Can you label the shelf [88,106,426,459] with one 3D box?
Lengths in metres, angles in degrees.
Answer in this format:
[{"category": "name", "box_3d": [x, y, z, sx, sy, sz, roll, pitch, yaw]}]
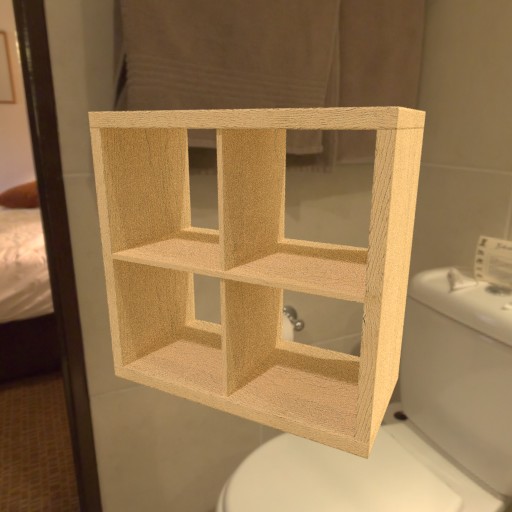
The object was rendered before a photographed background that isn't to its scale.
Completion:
[{"category": "shelf", "box_3d": [0.000, 0.000, 1.269, 0.790, 0.786, 0.390, 8, 18, 26]}]
